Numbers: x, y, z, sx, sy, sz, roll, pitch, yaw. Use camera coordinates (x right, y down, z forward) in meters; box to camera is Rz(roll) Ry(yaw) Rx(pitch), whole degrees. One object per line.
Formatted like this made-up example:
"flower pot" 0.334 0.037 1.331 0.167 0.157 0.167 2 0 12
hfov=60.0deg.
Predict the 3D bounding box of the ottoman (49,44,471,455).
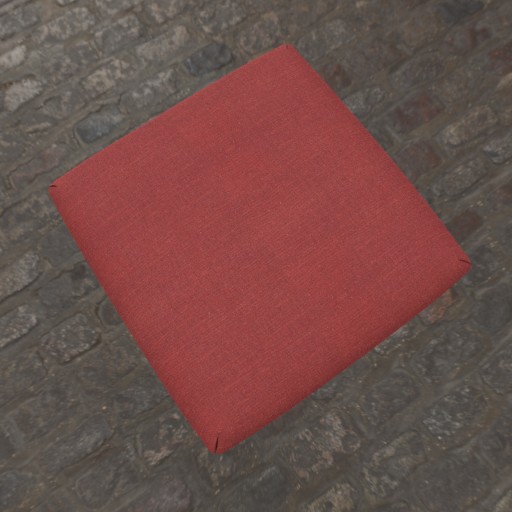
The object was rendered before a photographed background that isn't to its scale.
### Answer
"ottoman" 0.000 0.000 0.879 0.497 0.475 0.507 -33 78 -8
